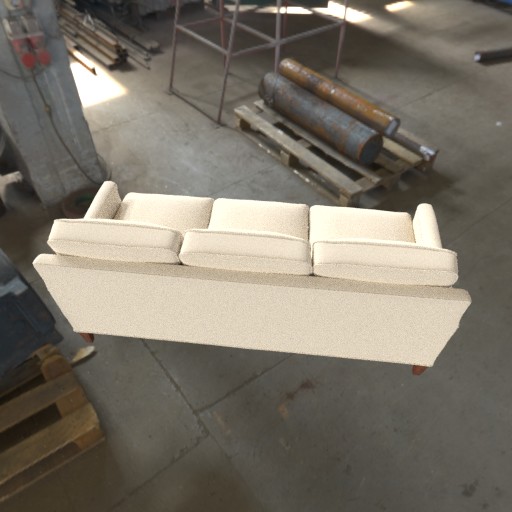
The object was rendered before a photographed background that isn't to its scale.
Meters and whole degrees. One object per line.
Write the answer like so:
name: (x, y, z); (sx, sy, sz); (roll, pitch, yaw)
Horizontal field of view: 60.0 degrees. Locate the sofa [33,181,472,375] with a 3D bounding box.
sofa: (0.000, 0.000, 2.770); (2.246, 1.003, 1.084); (5, 46, 5)
